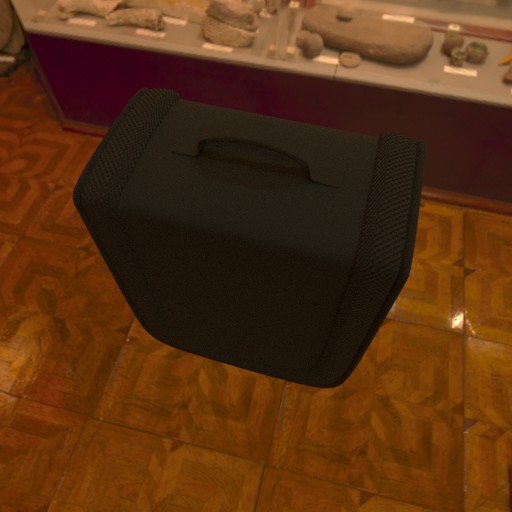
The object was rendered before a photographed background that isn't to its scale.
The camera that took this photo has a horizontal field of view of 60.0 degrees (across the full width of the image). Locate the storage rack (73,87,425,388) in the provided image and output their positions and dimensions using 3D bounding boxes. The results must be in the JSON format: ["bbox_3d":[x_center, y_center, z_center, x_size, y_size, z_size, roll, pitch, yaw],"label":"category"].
[{"bbox_3d":[0.000,0.000,0.538,0.297,0.387,0.168,14,58,9],"label":"storage rack"}]
